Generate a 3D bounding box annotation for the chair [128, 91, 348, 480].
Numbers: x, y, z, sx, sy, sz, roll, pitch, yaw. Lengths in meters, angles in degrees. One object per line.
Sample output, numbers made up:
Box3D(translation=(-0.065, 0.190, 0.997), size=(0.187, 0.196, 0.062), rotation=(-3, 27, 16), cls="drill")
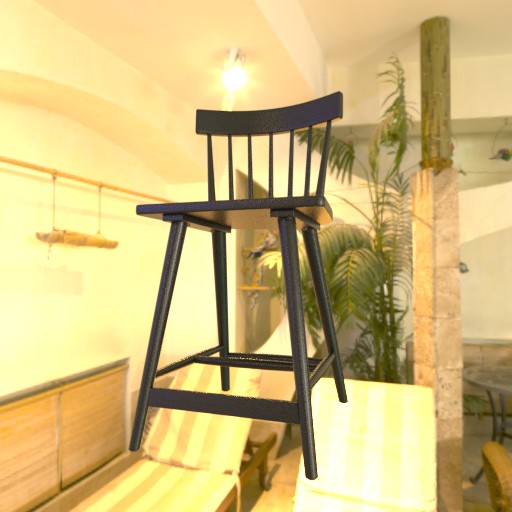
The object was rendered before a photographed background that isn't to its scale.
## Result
Box3D(translation=(0.000, 0.000, 1.270), size=(0.483, 0.952, 0.572), rotation=(0, -1, 19), cls="chair")
